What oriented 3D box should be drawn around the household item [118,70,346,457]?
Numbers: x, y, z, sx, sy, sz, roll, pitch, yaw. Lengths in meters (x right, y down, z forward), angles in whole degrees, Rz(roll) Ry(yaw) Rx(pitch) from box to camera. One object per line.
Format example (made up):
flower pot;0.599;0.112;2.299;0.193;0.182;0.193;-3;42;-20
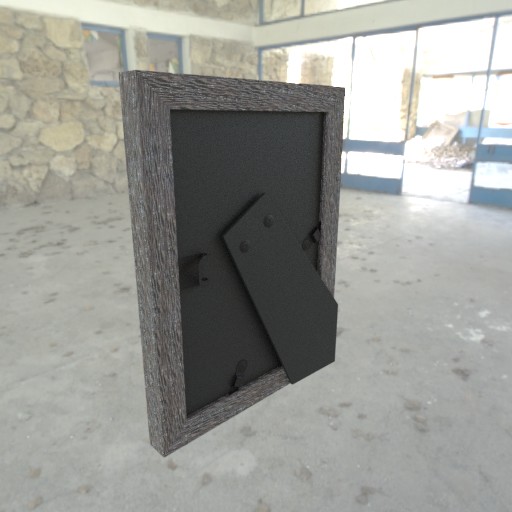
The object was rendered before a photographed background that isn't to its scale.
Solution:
household item;0.000;0.000;0.285;0.160;0.210;0.020;-16;23;-42
